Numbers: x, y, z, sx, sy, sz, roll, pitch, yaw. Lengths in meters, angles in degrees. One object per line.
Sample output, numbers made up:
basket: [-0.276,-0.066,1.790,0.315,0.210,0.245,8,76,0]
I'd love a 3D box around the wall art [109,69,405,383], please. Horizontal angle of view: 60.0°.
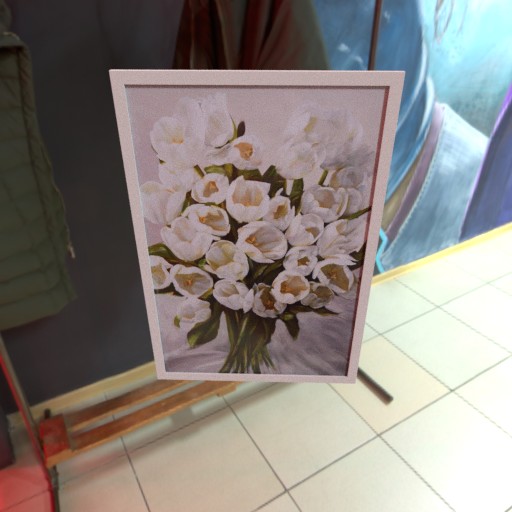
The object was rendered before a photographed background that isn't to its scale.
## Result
wall art: [0.000,0.000,1.239,0.660,0.965,0.015,1,31,1]
